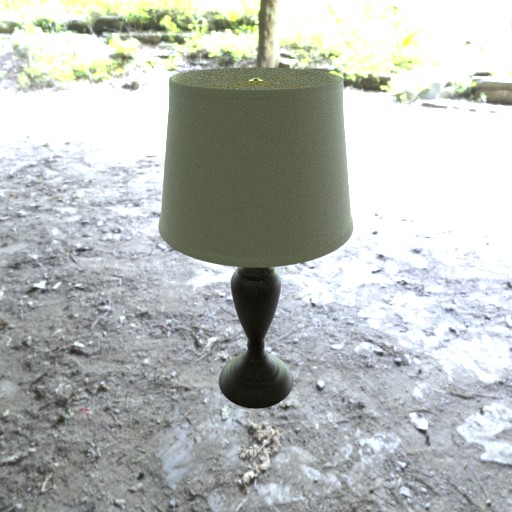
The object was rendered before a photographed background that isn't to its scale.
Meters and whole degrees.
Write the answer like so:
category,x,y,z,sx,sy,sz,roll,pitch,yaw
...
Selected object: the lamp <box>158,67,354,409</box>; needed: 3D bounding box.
category,x,y,z,sx,sy,sz,roll,pitch,yaw
lamp,0.000,0.000,0.809,0.335,0.611,0.335,0,29,0
